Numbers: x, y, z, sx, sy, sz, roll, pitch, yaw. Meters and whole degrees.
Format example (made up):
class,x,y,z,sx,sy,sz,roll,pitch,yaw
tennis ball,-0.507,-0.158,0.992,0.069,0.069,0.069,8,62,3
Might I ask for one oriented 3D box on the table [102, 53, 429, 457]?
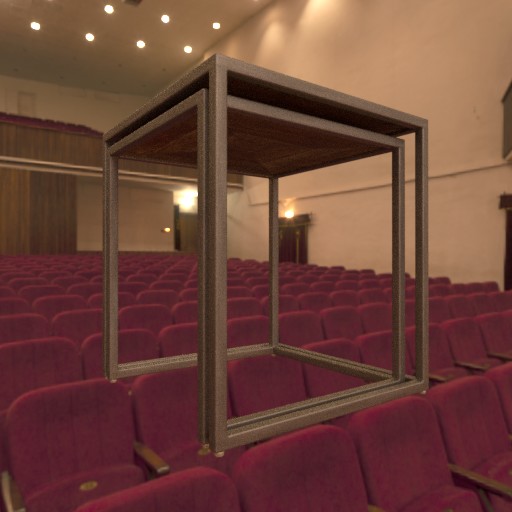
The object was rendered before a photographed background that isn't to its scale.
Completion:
class,x,y,z,sx,sy,sz,roll,pitch,yaw
table,0.000,0.000,0.854,0.449,0.500,0.450,0,0,-36
